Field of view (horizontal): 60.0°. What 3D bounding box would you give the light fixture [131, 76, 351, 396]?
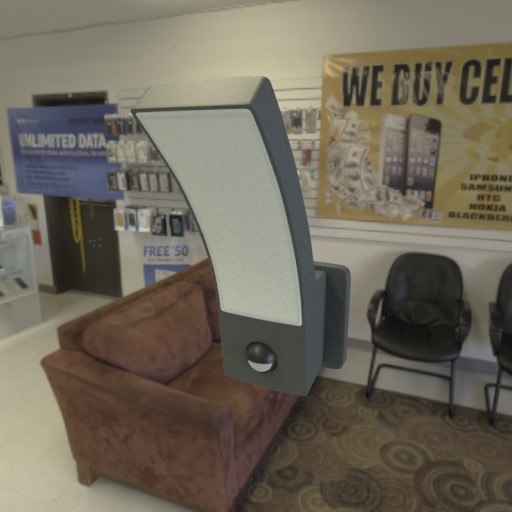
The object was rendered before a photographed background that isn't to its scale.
[{"bbox_3d":[0.000,0.000,0.342,0.108,0.243,0.174,7,16,26],"label":"light fixture"}]
